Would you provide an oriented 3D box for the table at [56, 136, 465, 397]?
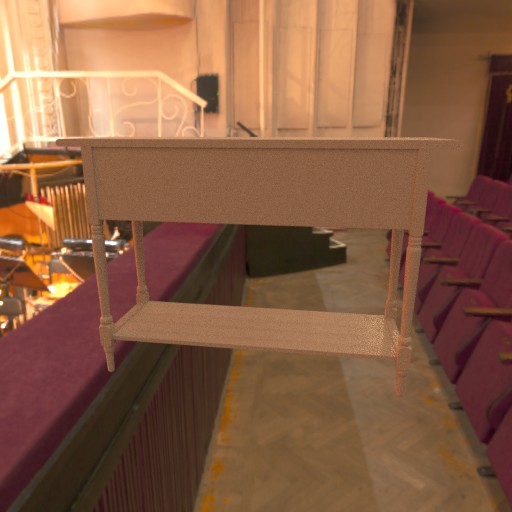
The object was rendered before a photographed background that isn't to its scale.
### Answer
[{"bbox_3d":[0.000,0.000,1.572,1.197,0.808,0.384,3,16,9],"label":"table"}]
